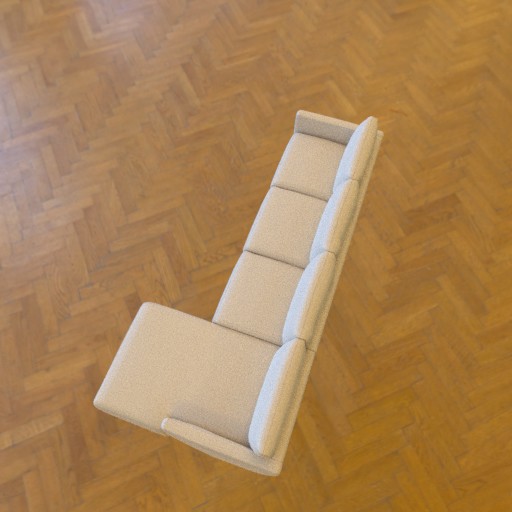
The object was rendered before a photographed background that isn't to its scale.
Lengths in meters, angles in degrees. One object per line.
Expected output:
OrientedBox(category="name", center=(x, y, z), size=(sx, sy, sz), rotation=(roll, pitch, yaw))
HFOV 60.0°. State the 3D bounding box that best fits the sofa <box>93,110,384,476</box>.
OrientedBox(category="sofa", center=(0.000, 0.000, 3.293), size=(1.258, 0.755, 2.731), rotation=(18, 64, 9))
